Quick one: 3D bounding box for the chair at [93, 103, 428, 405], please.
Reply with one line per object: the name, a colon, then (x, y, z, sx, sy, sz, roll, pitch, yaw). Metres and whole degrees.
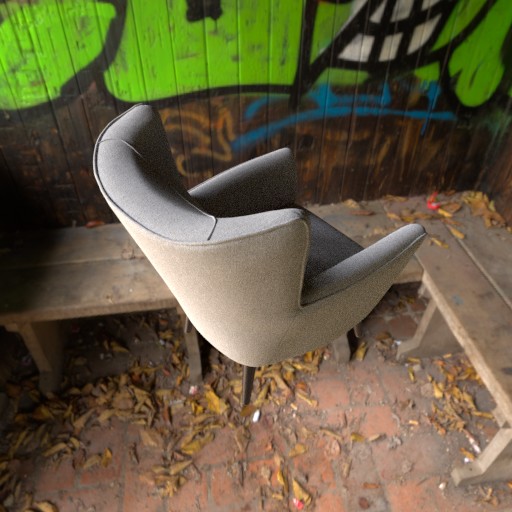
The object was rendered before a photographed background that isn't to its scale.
chair: (0.000, 0.000, 1.558, 0.888, 0.933, 0.781, -26, 47, -27)
